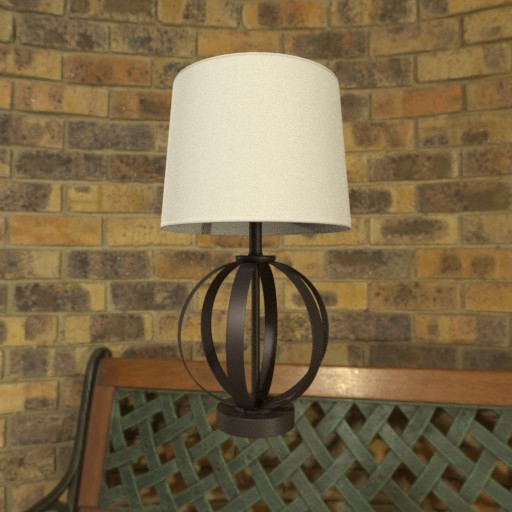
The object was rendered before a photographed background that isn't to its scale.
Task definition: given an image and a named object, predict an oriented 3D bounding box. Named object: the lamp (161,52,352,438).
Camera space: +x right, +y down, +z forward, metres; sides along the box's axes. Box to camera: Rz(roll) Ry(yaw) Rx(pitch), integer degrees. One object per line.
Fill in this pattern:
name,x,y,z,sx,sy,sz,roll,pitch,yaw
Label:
lamp,0.000,0.000,0.680,0.286,0.510,0.286,0,-1,0
